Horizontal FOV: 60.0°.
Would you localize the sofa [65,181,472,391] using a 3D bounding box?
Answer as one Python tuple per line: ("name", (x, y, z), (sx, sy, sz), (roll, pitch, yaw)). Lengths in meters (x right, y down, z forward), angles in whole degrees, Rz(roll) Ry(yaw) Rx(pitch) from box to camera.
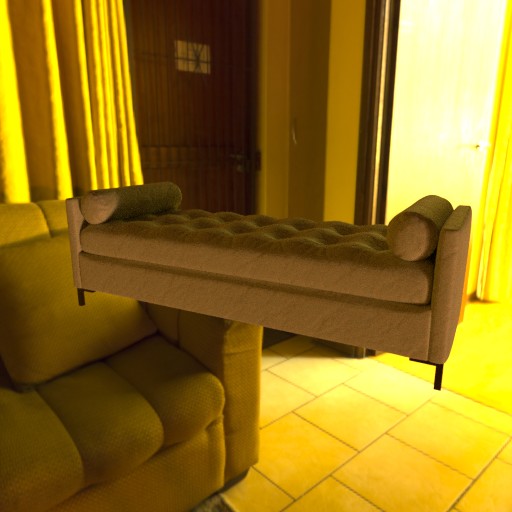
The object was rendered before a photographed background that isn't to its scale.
("sofa", (0.000, 0.000, 2.461), (2.102, 0.705, 0.796), (7, 16, 27))
